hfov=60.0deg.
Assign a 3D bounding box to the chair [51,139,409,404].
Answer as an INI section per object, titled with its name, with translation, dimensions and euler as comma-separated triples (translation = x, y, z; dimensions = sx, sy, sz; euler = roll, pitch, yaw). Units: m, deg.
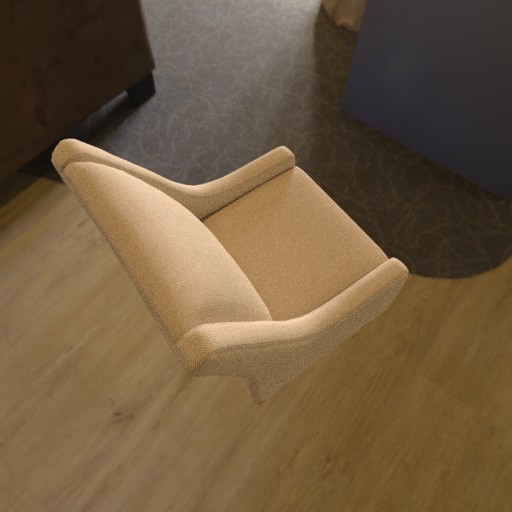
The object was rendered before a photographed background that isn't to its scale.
[chair]
translation = 0.000, 0.000, 1.602
dimensions = 0.870, 1.014, 0.774
euler = -32, 65, -17
